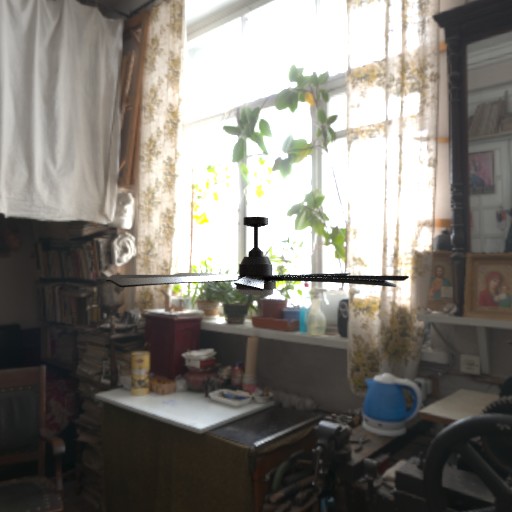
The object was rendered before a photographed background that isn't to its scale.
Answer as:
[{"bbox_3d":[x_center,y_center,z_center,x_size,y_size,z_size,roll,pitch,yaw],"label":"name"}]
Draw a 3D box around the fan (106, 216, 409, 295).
[{"bbox_3d":[0.000,0.000,2.726,1.830,0.472,1.830,0,-1,2],"label":"fan"}]
